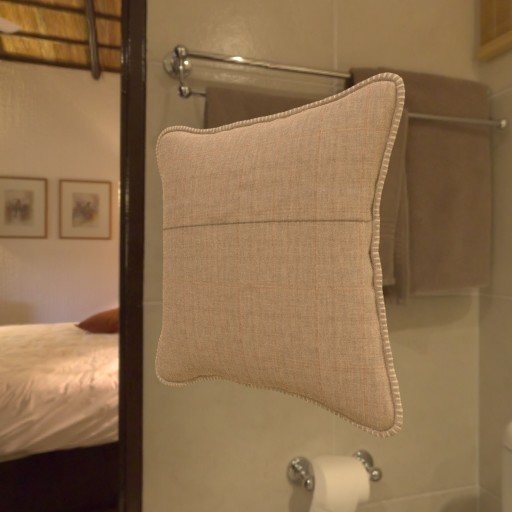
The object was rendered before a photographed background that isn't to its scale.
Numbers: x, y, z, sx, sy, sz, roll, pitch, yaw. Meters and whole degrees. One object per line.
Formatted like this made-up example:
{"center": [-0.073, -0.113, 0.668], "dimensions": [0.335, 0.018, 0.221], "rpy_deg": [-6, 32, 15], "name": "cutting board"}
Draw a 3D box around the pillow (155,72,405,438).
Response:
{"center": [0.000, 0.000, 0.726], "dimensions": [0.485, 0.494, 0.124], "rpy_deg": [0, 0, 36], "name": "pillow"}
